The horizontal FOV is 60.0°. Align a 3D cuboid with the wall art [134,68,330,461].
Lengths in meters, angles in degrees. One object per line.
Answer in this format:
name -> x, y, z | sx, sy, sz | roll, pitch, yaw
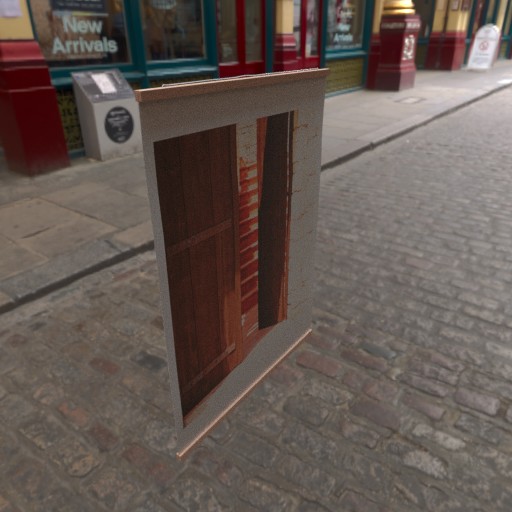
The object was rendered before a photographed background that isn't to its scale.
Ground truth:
wall art -> 0.000, 0.000, 1.331 | 0.020, 1.013, 0.758 | 18, 32, 32
